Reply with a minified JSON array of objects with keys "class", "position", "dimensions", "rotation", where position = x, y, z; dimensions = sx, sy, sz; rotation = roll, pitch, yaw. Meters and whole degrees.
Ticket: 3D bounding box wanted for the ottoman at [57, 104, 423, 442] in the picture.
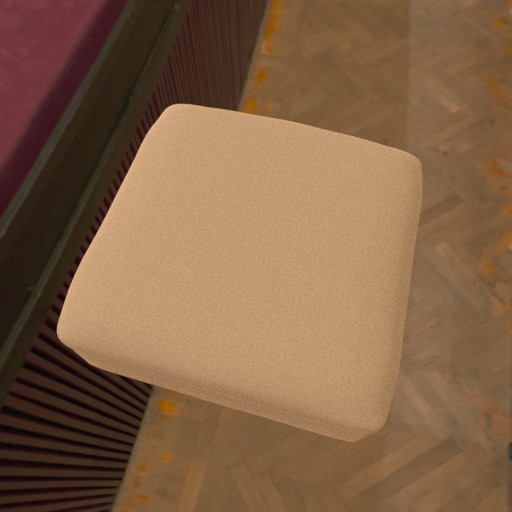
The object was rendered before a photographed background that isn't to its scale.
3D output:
[{"class":"ottoman","position":[0.000,0.000,1.527],"dimensions":[0.996,0.467,0.977],"rotation":[14,64,7]}]
